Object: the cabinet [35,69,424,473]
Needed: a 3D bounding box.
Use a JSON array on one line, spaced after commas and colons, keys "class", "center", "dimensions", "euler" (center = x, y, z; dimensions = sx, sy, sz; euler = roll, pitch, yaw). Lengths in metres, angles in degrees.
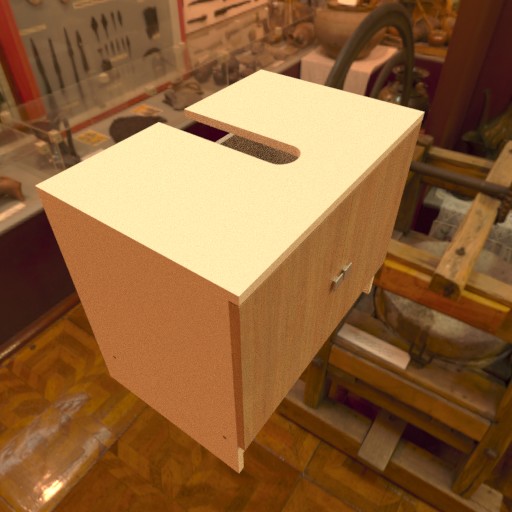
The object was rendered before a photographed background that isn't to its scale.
[{"class": "cabinet", "center": [0.000, 0.000, 0.945], "dimensions": [0.400, 0.522, 0.600], "euler": [26, 48, 25]}]
